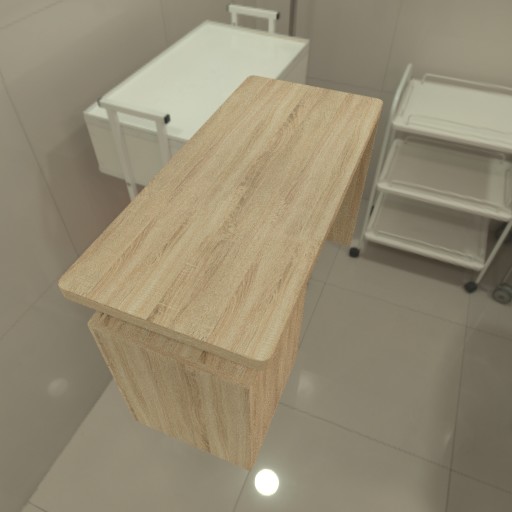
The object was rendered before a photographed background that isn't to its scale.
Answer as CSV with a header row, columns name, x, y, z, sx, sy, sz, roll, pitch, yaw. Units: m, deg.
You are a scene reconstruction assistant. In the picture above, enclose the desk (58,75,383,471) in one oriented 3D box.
name,x,y,z,sx,sy,sz,roll,pitch,yaw
desk,0.000,0.000,1.639,0.550,0.760,1.200,17,49,15
